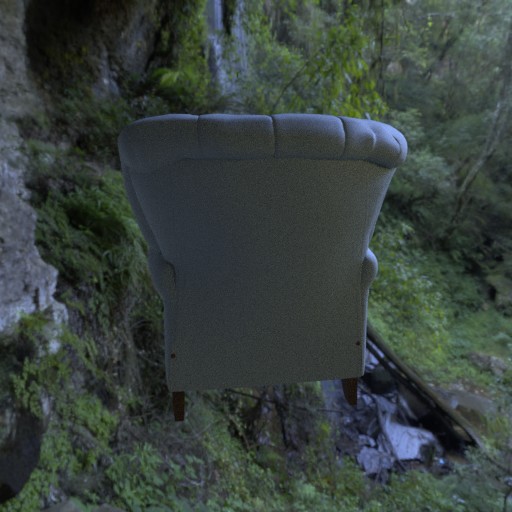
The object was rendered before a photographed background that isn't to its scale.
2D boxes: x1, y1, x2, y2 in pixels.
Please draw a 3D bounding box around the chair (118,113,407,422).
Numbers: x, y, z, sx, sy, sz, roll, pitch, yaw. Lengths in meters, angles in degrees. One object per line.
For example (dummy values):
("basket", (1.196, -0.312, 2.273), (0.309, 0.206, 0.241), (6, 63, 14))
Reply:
("chair", (0.000, 0.000, 2.079), (1.090, 1.217, 1.128), (-2, 14, -9))
